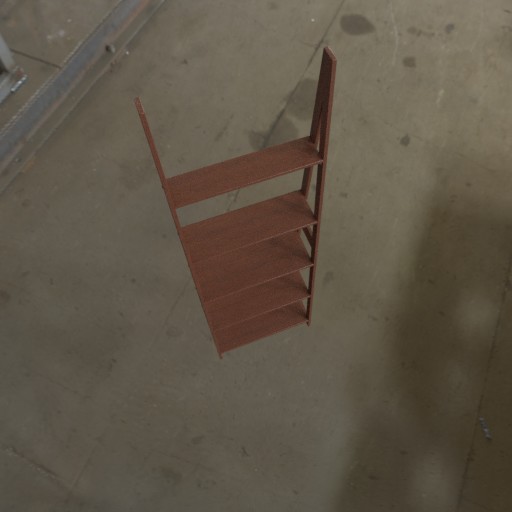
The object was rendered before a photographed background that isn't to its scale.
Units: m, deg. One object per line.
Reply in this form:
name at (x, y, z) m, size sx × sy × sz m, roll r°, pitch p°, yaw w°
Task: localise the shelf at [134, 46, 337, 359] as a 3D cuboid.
shelf at (0.000, 0.000, 2.002) m, size 0.600 × 1.770 × 0.350 m, roll -19°, pitch 66°, yaw -9°
